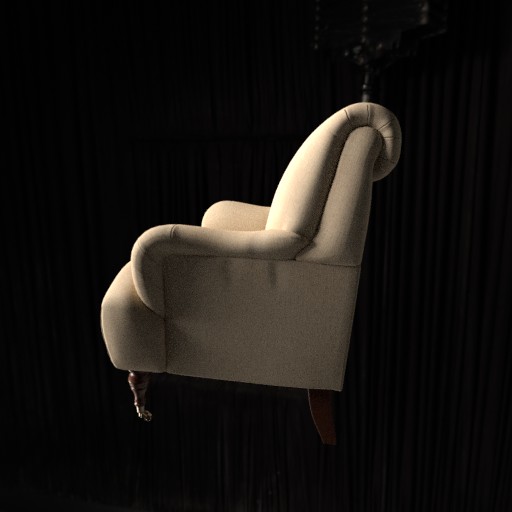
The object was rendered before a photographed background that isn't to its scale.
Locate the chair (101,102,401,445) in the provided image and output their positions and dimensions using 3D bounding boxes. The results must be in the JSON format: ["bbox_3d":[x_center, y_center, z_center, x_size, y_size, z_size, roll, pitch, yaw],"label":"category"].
[{"bbox_3d":[0.000,0.000,1.532,0.842,0.944,0.766,2,13,10],"label":"chair"}]
